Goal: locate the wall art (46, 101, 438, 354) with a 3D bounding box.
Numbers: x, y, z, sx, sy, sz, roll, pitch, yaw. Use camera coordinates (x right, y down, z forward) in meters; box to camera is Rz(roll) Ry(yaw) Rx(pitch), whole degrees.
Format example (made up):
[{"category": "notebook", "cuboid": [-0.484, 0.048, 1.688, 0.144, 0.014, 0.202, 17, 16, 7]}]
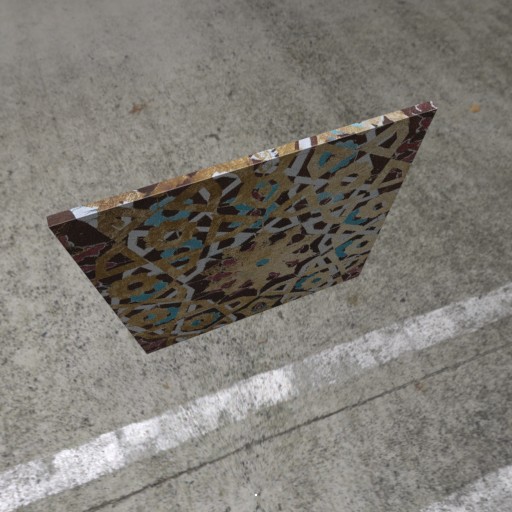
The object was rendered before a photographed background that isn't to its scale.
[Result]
[{"category": "wall art", "cuboid": [0.000, 0.000, 1.148, 0.757, 0.762, 0.028, -19, 63, -10]}]
